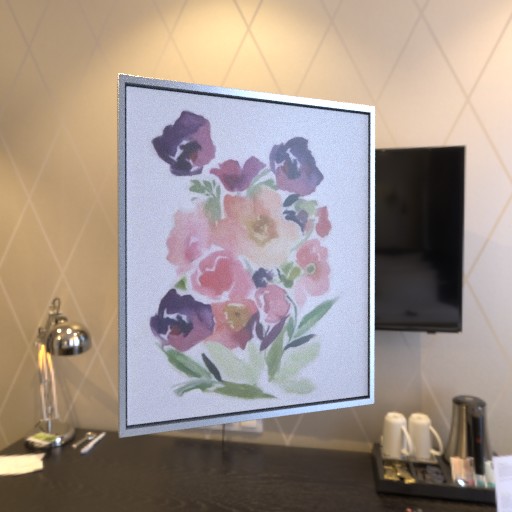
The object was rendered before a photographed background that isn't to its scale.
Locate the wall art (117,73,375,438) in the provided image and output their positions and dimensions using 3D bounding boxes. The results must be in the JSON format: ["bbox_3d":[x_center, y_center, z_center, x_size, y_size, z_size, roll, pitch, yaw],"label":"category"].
[{"bbox_3d":[0.000,0.000,0.760,0.452,0.549,0.038,0,1,-19],"label":"wall art"}]
